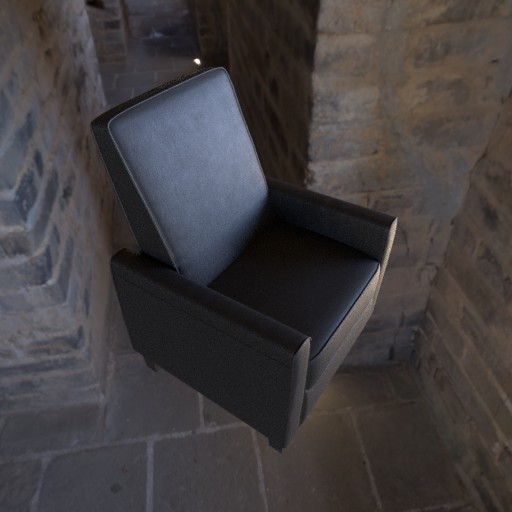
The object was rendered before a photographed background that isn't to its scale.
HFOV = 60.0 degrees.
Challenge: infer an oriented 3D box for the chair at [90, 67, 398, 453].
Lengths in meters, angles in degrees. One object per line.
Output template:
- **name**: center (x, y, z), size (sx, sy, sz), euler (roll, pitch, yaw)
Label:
- **chair**: center (0.000, 0.000, 1.505), size (0.746, 1.013, 0.705), euler (25, 48, 25)
